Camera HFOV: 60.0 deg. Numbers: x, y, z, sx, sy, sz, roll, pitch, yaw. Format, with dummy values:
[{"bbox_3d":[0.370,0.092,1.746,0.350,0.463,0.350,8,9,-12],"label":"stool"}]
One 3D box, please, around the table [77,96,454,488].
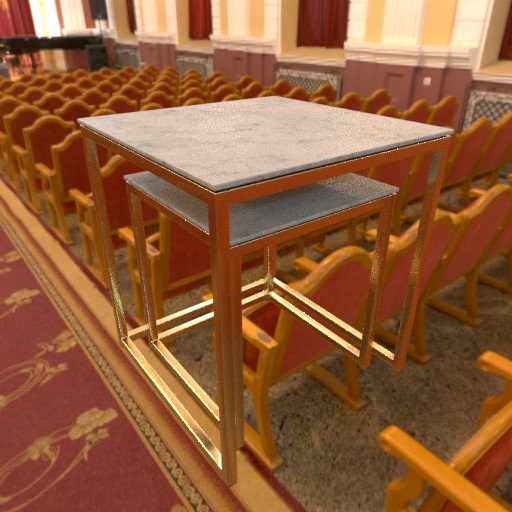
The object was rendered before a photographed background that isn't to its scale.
[{"bbox_3d":[0.000,0.000,0.857,0.450,0.500,0.450,-19,34,-32],"label":"table"}]
